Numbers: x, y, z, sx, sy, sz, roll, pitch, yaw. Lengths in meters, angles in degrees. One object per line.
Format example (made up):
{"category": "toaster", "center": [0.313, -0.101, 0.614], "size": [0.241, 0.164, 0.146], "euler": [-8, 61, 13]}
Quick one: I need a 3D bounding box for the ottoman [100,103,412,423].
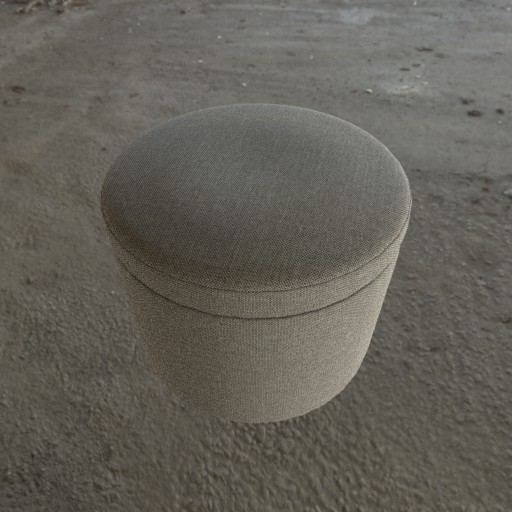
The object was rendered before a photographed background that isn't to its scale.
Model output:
{"category": "ottoman", "center": [0.000, 0.000, 0.858], "size": [0.500, 0.419, 0.500], "euler": [0, 46, 0]}
